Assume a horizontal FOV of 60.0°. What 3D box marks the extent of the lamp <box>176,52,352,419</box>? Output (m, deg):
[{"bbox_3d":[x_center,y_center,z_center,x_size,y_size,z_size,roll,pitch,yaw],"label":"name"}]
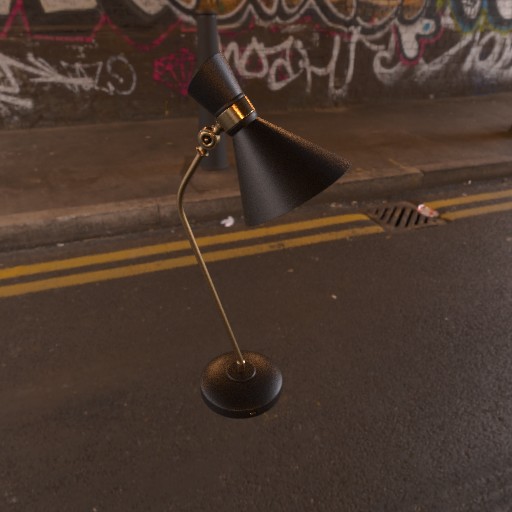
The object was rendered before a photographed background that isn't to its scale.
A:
[{"bbox_3d":[0.000,0.000,0.772,0.292,0.647,0.189,10,31,16],"label":"lamp"}]
